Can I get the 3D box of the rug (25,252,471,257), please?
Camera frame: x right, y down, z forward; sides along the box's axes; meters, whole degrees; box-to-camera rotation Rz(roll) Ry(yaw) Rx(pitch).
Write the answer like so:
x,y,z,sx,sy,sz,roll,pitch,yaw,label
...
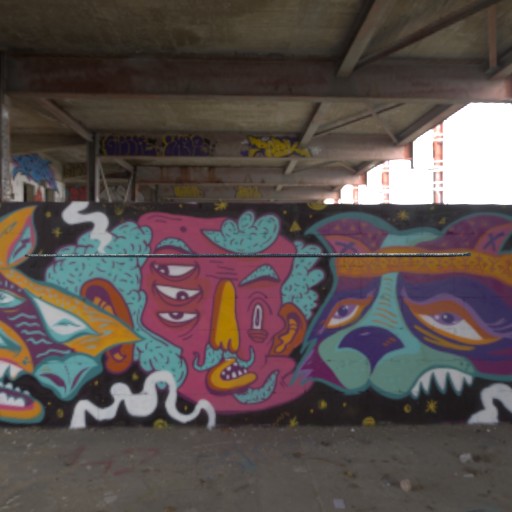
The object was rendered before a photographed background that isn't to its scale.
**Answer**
x,y,z,sx,sy,sz,roll,pitch,yaw,label
0.000,0.000,2.996,2.449,0.015,1.530,0,0,18,rug
